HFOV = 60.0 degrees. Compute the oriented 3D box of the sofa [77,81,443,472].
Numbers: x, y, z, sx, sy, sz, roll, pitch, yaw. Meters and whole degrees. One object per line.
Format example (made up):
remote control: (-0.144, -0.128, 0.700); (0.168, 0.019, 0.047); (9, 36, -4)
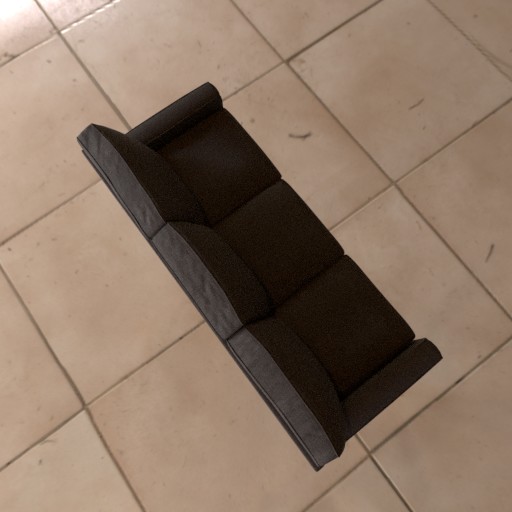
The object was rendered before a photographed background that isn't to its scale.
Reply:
sofa: (0.000, 0.000, 2.849); (1.004, 0.978, 2.369); (-36, 78, -9)
